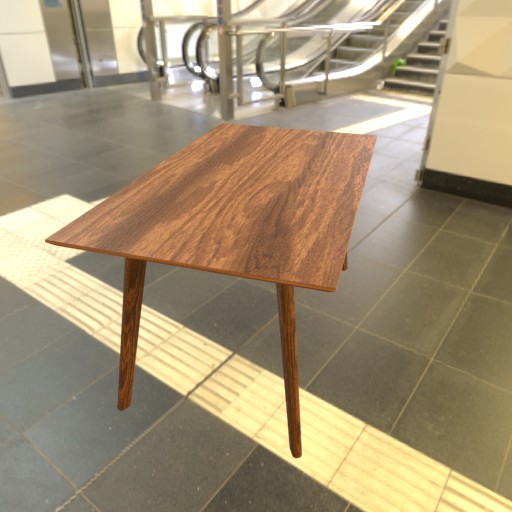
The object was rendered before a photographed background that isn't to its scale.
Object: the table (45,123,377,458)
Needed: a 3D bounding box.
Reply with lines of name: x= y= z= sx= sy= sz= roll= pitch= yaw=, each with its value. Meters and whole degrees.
table: x=0.000 y=0.000 z=1.856 sx=0.801 sy=0.724 sz=1.349 roll=9 pitch=32 yaw=15
